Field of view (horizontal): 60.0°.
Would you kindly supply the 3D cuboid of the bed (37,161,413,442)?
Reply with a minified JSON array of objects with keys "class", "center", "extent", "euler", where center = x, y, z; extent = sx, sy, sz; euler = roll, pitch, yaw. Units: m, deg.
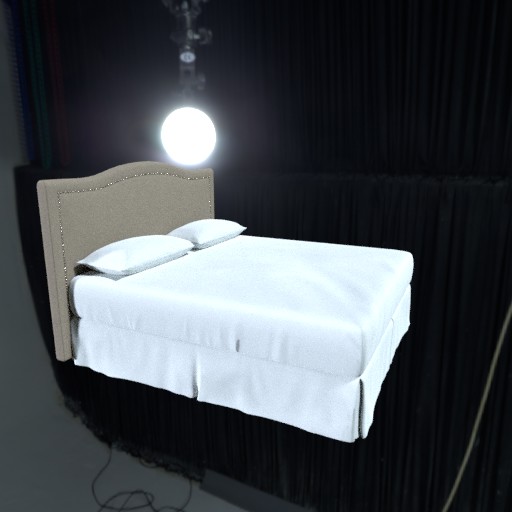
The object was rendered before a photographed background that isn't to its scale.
[{"class":"bed","center":[0.000,0.000,3.462],"extent":[2.182,1.421,2.083],"euler":[6,15,25]}]
